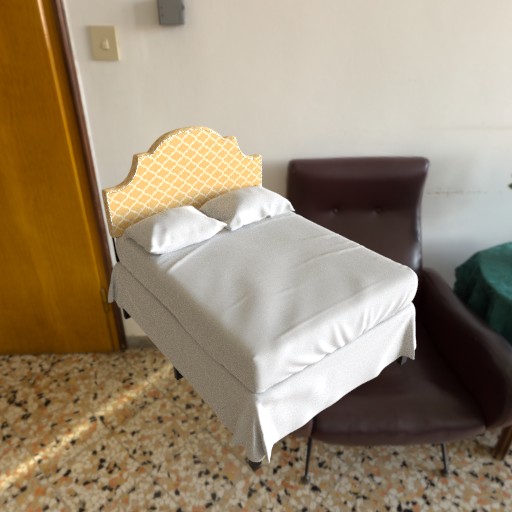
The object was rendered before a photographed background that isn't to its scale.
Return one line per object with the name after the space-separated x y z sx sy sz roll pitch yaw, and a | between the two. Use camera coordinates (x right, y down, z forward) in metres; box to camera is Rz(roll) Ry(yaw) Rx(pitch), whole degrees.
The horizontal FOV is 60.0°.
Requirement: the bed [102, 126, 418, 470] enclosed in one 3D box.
0.000 0.000 3.477 1.780 1.633 2.222 -21 36 -32 | bed
